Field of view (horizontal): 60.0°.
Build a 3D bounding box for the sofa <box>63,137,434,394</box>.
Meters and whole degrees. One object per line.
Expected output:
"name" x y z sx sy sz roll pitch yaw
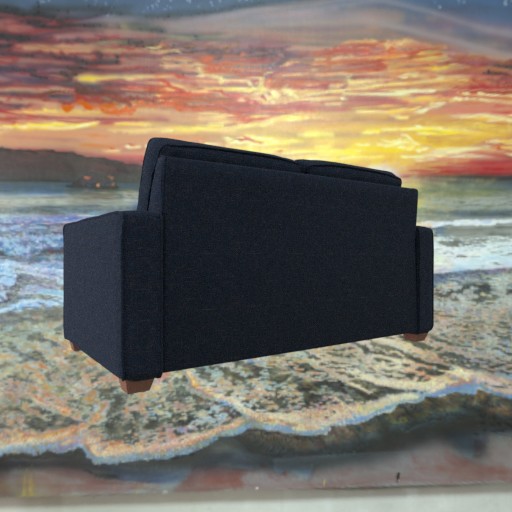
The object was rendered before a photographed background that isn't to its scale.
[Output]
"sofa" 0.000 0.000 2.282 1.709 0.918 0.947 0 0 -34
